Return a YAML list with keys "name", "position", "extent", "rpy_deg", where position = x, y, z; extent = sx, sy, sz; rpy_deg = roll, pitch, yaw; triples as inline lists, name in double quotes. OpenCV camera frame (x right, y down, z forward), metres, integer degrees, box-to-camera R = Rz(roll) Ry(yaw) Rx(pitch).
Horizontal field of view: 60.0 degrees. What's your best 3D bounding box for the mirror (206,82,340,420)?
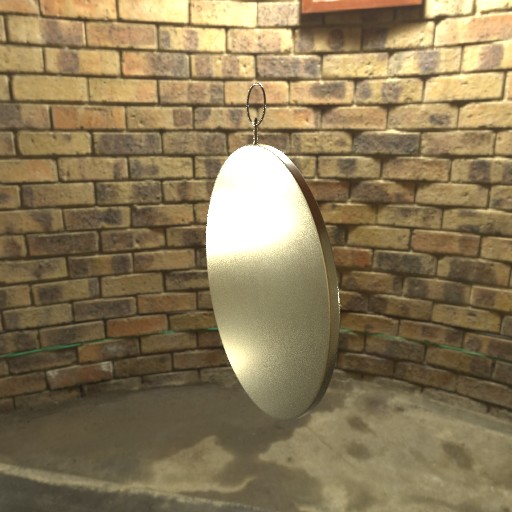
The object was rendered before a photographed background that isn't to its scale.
- name: "mirror"
  position: [0.000, 0.000, 0.972]
  extent: [0.020, 0.713, 0.594]
  rpy_deg: [-7, 16, -25]
